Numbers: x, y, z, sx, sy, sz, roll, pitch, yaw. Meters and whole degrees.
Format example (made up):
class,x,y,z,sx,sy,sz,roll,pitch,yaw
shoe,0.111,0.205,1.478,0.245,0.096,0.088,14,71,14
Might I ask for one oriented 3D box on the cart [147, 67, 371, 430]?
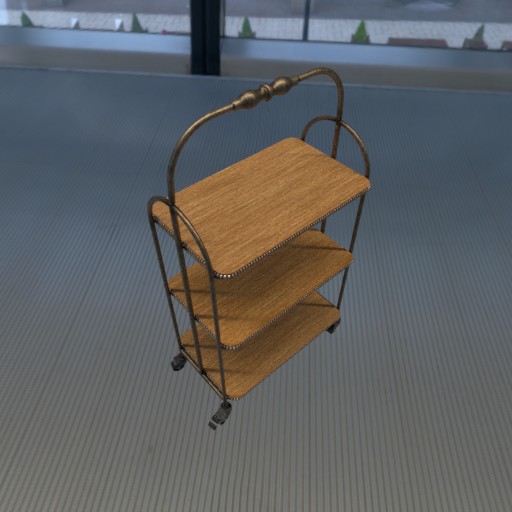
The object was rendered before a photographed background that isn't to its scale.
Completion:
class,x,y,z,sx,sy,sz,roll,pitch,yaw
cart,0.000,0.000,1.335,0.650,1.052,0.330,-32,54,-27
